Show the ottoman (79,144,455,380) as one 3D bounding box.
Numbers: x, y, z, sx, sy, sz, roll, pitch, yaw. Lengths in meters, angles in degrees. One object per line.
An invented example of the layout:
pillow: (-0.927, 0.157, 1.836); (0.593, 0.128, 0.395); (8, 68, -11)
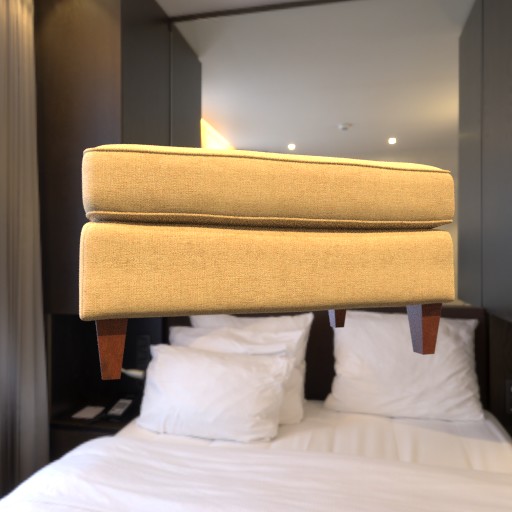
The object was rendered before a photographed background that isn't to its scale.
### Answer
ottoman: (0.000, 0.000, 1.206); (0.862, 0.484, 0.583); (0, 0, -18)
